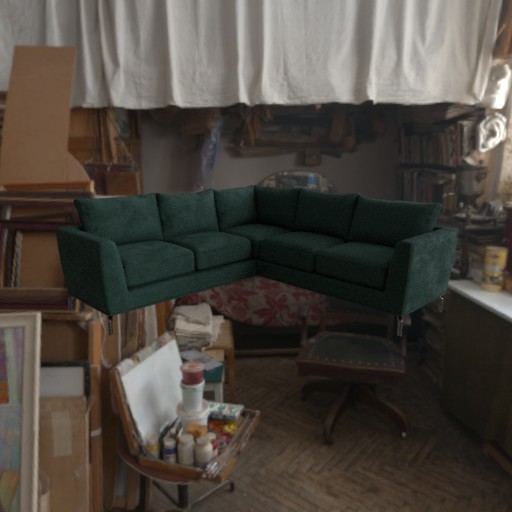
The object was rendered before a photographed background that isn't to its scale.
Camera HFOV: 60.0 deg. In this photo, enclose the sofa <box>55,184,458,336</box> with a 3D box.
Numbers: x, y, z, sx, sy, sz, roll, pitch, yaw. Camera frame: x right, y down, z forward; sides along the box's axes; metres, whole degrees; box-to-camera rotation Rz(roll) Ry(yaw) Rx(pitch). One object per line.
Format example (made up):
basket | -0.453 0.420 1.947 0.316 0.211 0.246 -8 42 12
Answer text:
sofa | 0.000 0.000 3.851 2.468 1.004 2.452 -13 19 -43
